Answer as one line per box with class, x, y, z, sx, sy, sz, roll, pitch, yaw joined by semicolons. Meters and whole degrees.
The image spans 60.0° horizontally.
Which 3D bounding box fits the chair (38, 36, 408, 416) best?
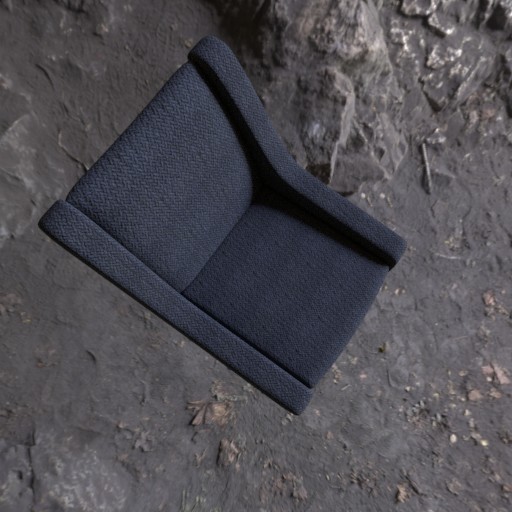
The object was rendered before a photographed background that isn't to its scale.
chair;0.000;0.000;1.690;0.944;1.012;0.793;34;77;9
